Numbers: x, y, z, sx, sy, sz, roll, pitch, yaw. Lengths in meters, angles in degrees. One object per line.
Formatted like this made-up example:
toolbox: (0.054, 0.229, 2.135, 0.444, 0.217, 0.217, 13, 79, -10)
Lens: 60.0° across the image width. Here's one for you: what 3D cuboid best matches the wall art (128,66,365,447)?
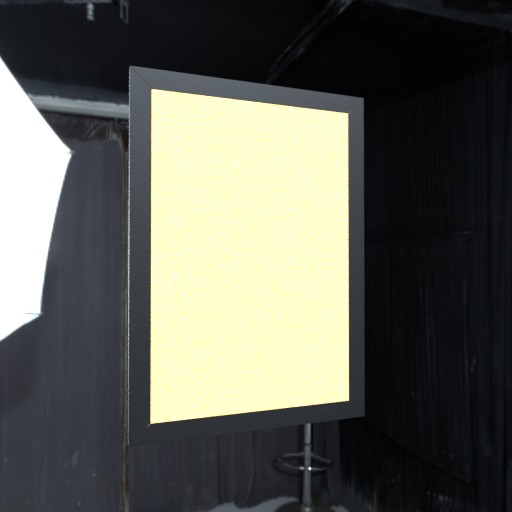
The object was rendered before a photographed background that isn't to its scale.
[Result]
wall art: (0.000, 0.000, 0.591, 0.326, 0.459, 0.011, 0, -1, -19)
